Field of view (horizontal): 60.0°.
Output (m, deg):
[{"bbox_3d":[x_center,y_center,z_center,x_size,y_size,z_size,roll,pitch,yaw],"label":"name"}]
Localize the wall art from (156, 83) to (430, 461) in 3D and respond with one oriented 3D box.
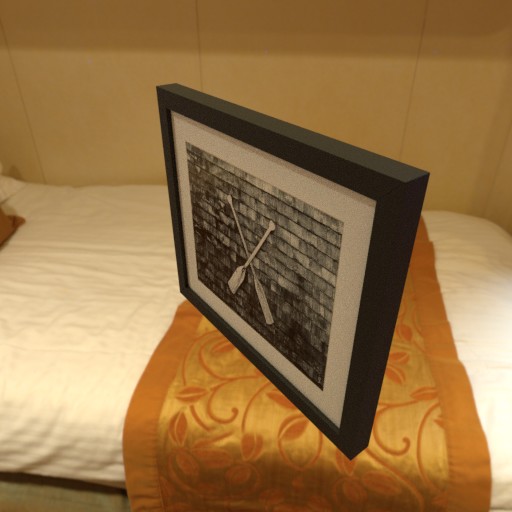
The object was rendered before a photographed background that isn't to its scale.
[{"bbox_3d":[0.000,0.000,0.533,0.029,0.330,0.381,-23,39,-31],"label":"wall art"}]
